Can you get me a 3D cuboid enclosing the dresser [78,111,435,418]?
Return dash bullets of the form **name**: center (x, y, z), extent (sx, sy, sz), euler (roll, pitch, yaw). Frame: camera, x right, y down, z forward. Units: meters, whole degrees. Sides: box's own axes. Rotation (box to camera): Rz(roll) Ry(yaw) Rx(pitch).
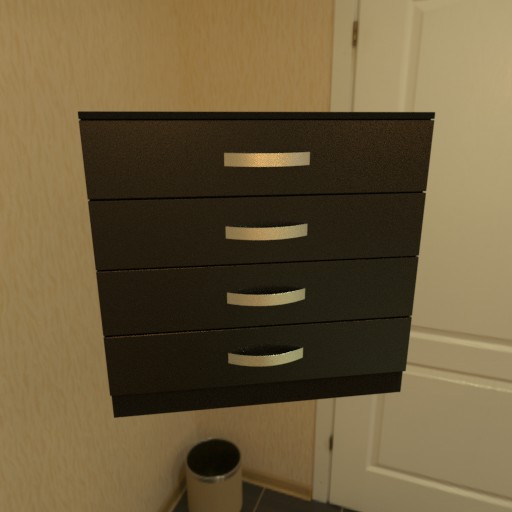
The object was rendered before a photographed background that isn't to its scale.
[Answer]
- **dresser**: center (0.000, 0.000, 1.169), extent (0.750, 0.720, 0.360), euler (-3, 18, -8)
